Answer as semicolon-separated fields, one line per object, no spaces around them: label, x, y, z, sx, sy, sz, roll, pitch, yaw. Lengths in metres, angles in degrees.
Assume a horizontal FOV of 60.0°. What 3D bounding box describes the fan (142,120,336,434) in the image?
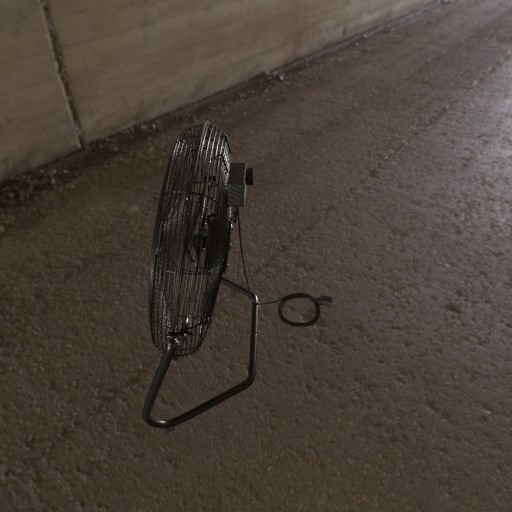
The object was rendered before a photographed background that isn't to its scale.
fan;0.000;0.000;1.028;0.470;0.605;0.595;1;41;1
